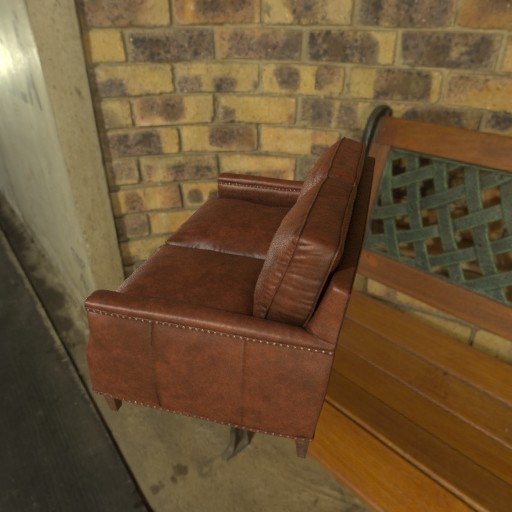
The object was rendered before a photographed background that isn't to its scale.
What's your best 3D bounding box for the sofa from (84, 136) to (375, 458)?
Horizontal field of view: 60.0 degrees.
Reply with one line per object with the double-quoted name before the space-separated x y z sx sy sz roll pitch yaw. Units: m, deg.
"sofa" 0.000 0.000 2.326 1.083 1.003 1.628 8 31 14
